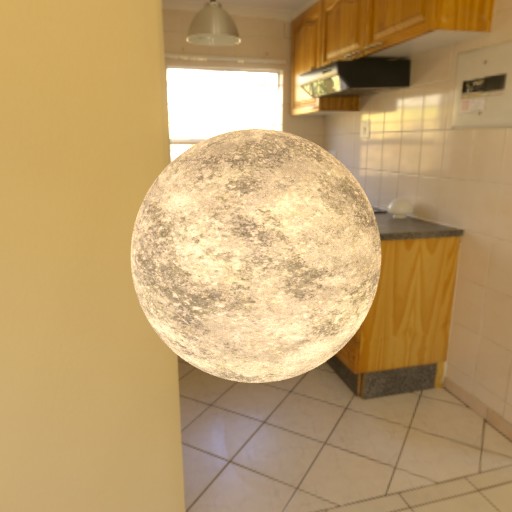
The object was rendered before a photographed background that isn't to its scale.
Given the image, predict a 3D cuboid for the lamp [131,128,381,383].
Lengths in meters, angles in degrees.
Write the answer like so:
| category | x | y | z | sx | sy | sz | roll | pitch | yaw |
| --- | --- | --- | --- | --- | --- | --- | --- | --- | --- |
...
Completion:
| category | x | y | z | sx | sy | sz | roll | pitch | yaw |
| --- | --- | --- | --- | --- | --- | --- | --- | --- | --- |
| lamp | 0.000 | 0.000 | 0.775 | 0.422 | 0.429 | 0.422 | 0 | 14 | 0 |
